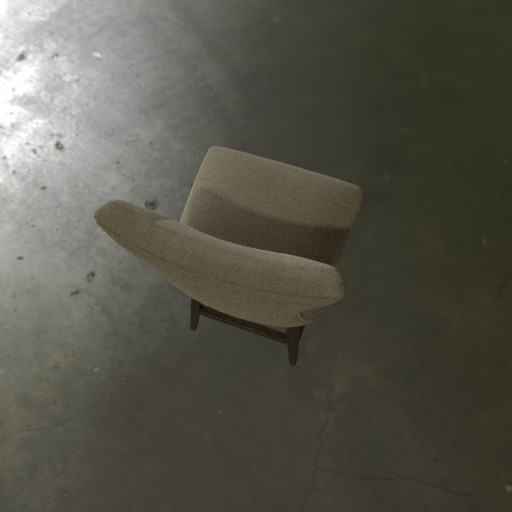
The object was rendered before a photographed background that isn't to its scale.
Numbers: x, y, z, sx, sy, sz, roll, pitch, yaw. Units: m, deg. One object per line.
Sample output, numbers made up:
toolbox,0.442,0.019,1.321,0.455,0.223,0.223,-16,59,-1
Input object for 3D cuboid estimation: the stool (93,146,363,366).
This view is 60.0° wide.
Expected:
stool,0.000,0.000,1.365,0.514,1.000,0.574,18,66,8
